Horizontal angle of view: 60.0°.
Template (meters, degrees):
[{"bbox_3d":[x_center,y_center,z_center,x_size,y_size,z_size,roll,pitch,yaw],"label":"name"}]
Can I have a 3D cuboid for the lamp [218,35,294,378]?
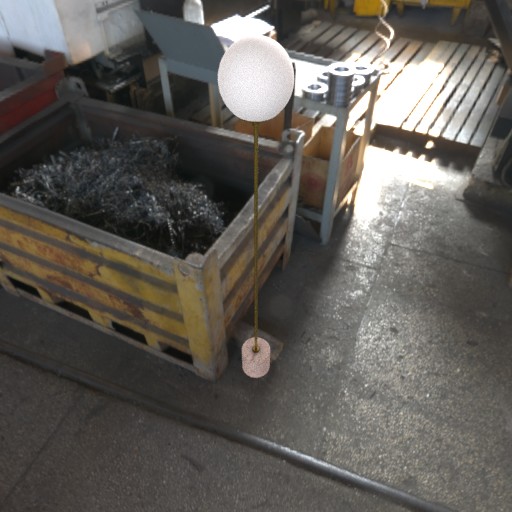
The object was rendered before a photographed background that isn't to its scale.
[{"bbox_3d":[0.000,0.000,1.866,0.229,1.748,0.229,-9,46,-9],"label":"lamp"}]
